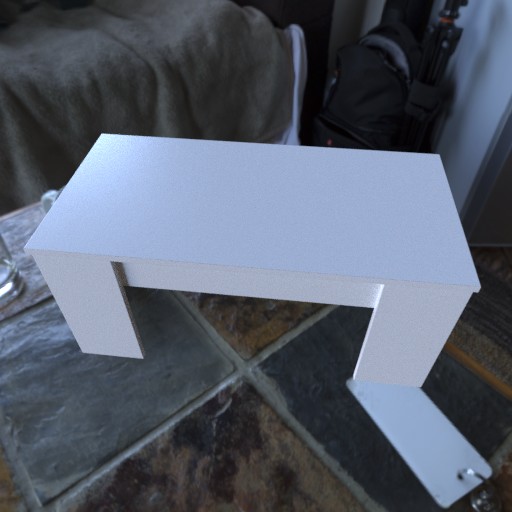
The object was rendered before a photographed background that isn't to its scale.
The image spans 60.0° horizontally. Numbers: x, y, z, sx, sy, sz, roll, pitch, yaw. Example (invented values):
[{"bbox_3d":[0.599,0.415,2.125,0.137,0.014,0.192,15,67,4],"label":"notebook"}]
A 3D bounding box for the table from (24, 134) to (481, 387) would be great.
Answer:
[{"bbox_3d":[0.000,0.000,1.290,1.000,0.440,0.500,5,46,5],"label":"table"}]
